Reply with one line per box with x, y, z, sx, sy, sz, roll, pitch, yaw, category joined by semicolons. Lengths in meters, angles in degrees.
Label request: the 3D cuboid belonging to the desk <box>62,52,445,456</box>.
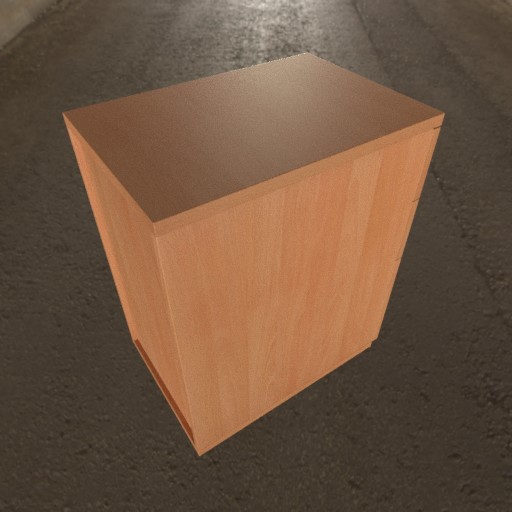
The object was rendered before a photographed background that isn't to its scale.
0.000;0.000;1.074;0.600;0.730;0.404;-25;48;-24;desk
